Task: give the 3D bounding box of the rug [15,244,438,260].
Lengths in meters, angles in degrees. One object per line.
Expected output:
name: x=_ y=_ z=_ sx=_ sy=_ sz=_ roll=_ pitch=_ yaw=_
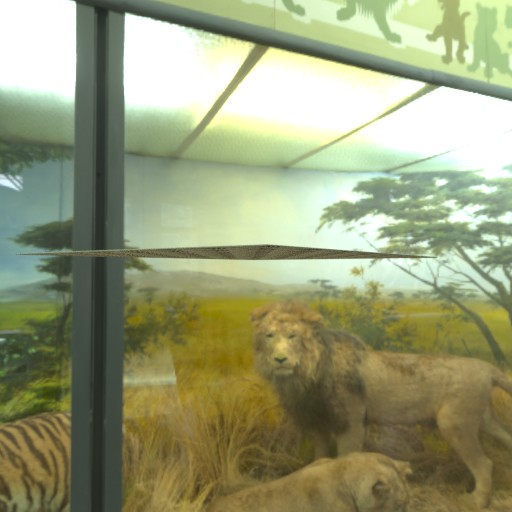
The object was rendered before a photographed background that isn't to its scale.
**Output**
rug: x=0.000 y=0.000 z=3.927 sx=2.330 sy=0.010 sz=3.061 roll=-1 pitch=-2 yaw=36
